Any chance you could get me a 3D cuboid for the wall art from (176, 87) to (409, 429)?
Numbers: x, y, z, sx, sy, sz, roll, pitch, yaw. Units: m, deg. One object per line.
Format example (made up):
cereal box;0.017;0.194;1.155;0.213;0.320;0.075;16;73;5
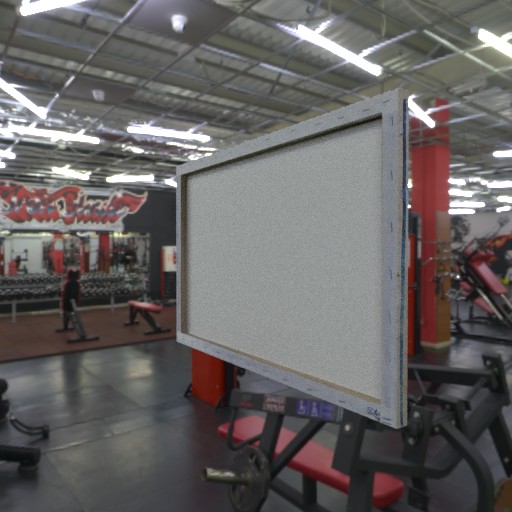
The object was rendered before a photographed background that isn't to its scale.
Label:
wall art;0.000;0.000;1.459;0.038;0.757;1.143;-1;1;-35
